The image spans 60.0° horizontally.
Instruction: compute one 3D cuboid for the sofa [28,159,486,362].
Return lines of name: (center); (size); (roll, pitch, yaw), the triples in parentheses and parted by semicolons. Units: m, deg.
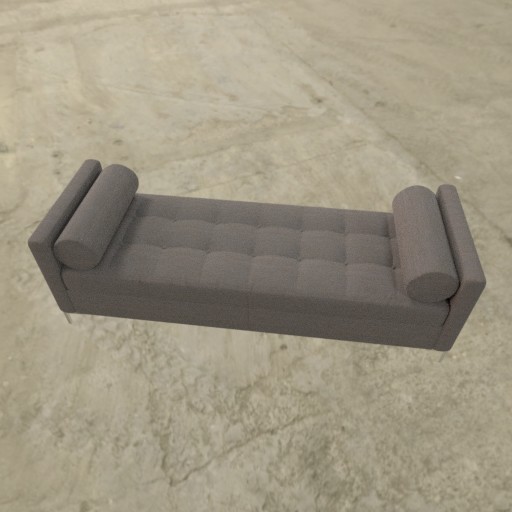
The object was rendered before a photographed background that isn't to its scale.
sofa: (0.000, 0.000, 2.329); (1.981, 0.635, 0.686); (5, 45, 5)
